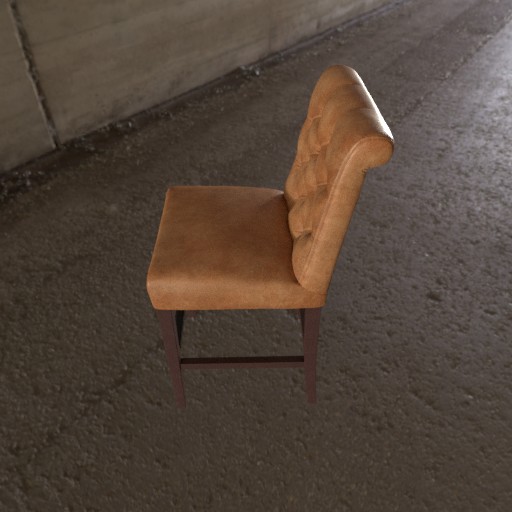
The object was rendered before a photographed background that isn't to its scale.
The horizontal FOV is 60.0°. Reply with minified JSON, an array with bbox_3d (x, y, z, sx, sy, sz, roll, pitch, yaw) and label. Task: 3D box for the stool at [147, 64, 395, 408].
[{"bbox_3d":[0.000,0.000,1.423,0.601,1.047,0.493,-1,41,-1],"label":"stool"}]
